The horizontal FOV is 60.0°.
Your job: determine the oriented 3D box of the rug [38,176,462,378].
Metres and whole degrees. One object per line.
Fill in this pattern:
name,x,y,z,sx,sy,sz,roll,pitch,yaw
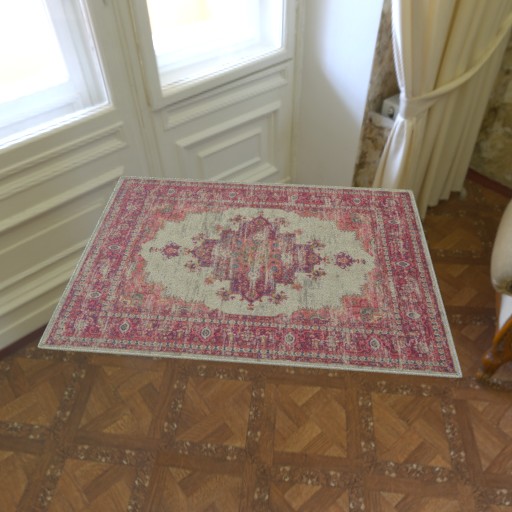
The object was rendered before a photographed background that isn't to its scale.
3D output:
rug,0.000,0.000,3.674,2.878,0.014,2.005,3,46,3
